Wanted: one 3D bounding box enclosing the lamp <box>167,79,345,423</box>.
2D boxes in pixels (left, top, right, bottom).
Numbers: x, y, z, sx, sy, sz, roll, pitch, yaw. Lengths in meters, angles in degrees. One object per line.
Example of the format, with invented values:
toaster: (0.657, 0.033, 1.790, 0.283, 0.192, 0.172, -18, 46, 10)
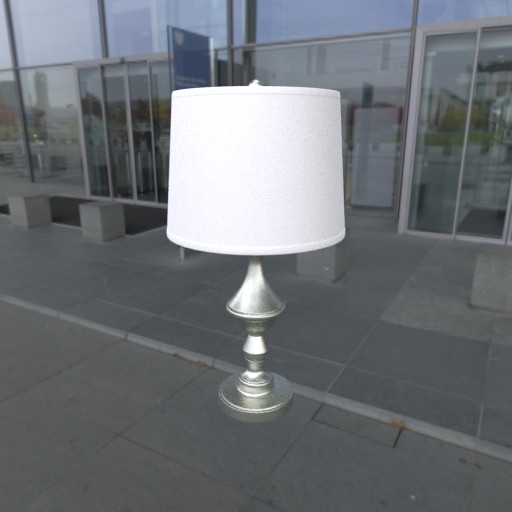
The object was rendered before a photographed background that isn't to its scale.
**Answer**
lamp: (0.000, 0.000, 0.985, 0.383, 0.733, 0.383, 0, 16, 0)
